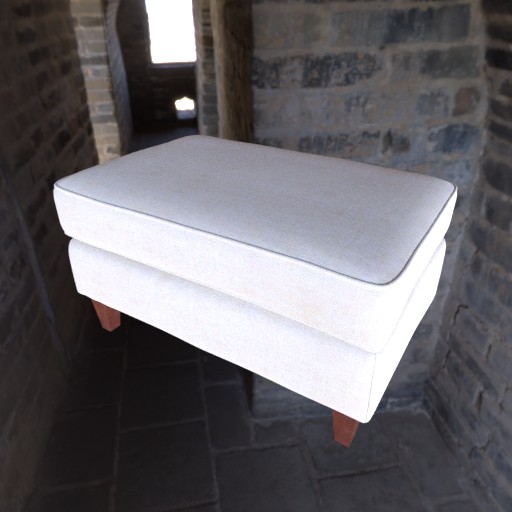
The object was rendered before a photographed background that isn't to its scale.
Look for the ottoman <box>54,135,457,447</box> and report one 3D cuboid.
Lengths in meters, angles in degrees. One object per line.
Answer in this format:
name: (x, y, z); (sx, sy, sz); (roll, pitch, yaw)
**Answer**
ottoman: (0.000, 0.000, 1.186); (0.862, 0.484, 0.583); (17, 34, 27)
